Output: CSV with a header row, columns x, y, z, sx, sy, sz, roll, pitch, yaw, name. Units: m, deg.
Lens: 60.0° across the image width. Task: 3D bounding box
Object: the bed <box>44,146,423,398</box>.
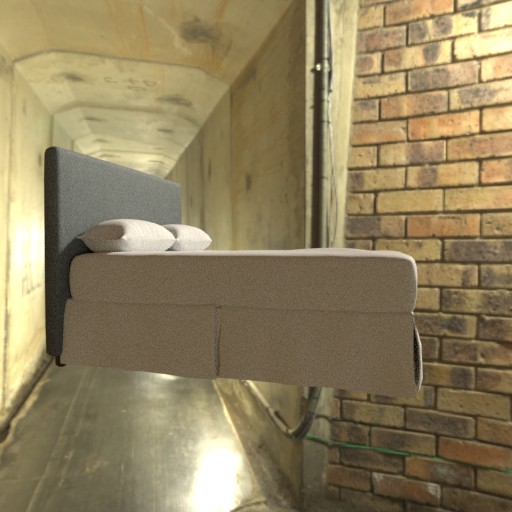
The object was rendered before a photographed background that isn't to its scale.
x,y,z,sx,sy,sz,roll,pitch,yaw,name
0.000,0.000,3.131,2.142,1.330,1.723,0,1,17,bed
